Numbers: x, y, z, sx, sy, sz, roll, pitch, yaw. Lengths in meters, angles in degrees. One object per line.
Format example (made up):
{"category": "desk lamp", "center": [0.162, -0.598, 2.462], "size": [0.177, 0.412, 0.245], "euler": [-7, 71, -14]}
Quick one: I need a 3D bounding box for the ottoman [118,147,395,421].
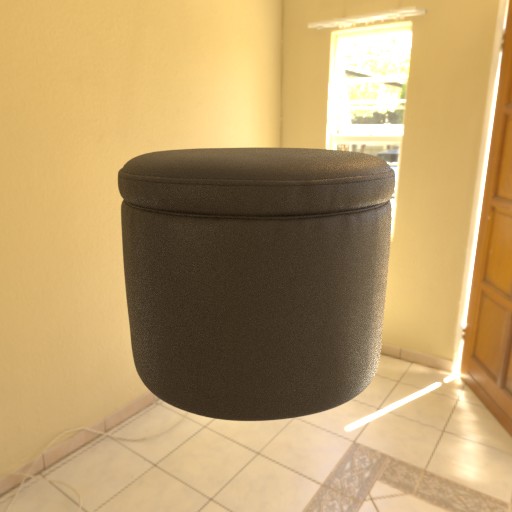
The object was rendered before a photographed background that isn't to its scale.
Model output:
{"category": "ottoman", "center": [0.000, 0.000, 0.870], "size": [0.500, 0.409, 0.500], "euler": [0, 15, 0]}
